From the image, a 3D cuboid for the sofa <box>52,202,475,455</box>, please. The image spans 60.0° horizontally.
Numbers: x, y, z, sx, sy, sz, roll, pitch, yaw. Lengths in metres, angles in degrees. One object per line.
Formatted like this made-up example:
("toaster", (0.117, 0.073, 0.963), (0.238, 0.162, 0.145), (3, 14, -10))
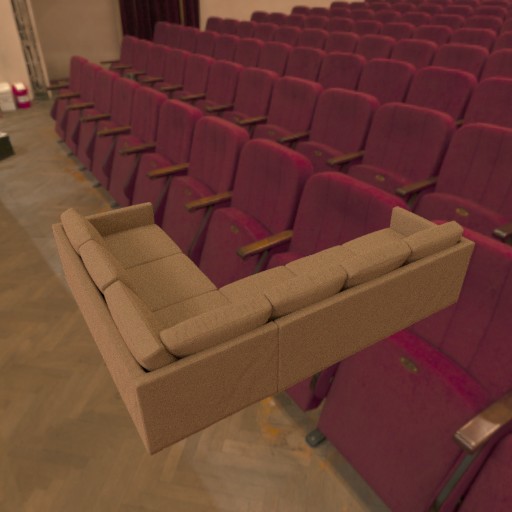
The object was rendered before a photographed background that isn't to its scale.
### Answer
("sofa", (0.000, 0.000, 4.281), (3.182, 0.871, 2.432), (-18, 36, -27))
